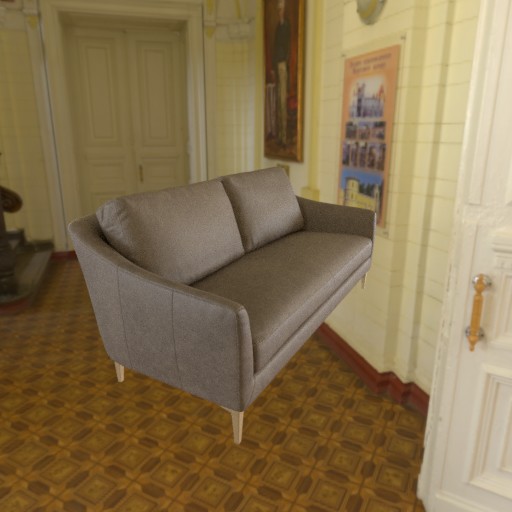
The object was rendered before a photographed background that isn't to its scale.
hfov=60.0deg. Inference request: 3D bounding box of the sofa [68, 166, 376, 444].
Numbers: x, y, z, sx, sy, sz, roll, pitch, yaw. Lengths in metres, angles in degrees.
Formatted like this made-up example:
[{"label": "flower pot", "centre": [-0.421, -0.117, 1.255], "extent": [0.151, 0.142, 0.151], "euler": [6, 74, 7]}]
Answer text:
[{"label": "sofa", "centre": [0.000, 0.000, 2.605], "extent": [0.960, 0.902, 2.036], "euler": [8, 18, 26]}]
